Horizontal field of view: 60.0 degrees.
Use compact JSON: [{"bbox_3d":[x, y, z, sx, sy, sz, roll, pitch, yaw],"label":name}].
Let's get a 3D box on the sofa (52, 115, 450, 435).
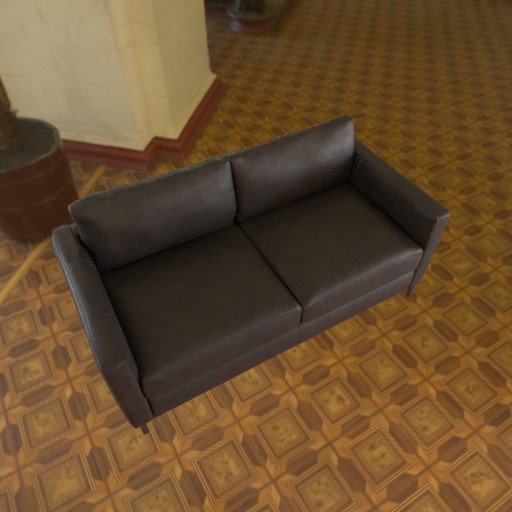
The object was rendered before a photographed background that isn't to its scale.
[{"bbox_3d":[0.000,0.000,2.315,1.805,0.883,0.947,-25,52,-21],"label":"sofa"}]
